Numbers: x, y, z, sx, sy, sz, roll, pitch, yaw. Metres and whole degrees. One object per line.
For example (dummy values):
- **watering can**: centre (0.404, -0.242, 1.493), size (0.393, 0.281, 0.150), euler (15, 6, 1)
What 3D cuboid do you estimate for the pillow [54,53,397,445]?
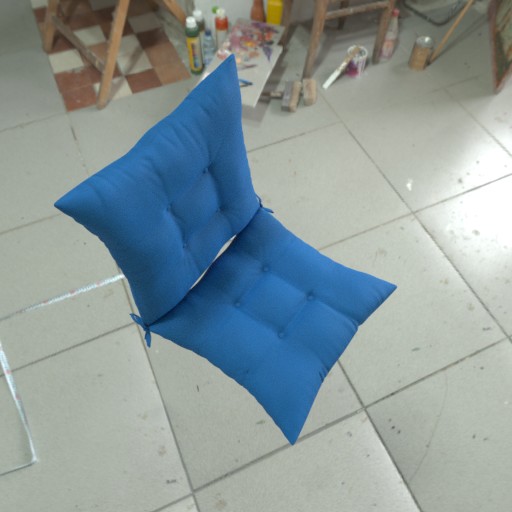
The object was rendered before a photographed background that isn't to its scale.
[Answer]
- **pillow**: centre (0.000, 0.000, 1.006), size (0.585, 0.536, 0.541), euler (32, 65, 18)
